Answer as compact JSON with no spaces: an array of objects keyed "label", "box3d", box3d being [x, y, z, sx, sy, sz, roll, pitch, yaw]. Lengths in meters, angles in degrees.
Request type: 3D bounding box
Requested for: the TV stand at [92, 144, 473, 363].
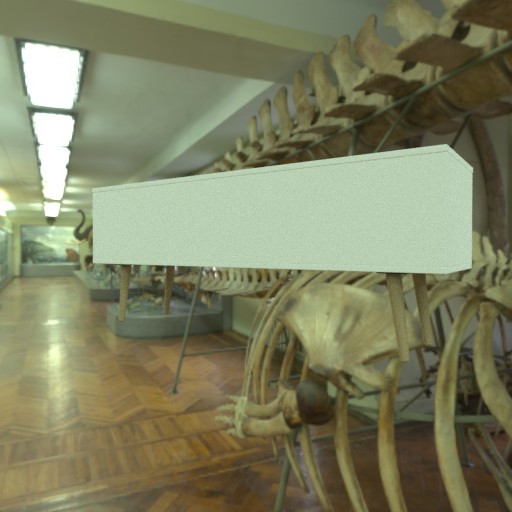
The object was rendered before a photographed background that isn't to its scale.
[{"label":"TV stand","box3d":[0.000,0.000,1.638,1.398,0.560,0.401,1,1,35]}]
